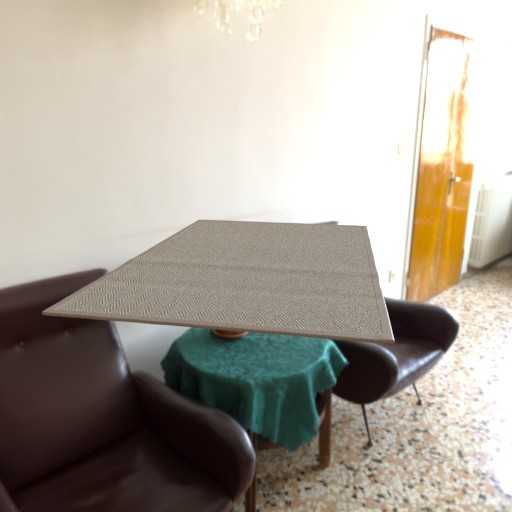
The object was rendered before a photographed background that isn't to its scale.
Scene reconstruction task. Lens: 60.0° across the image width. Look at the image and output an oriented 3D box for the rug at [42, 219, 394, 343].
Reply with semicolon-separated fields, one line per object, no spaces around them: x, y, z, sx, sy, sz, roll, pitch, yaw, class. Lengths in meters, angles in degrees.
0.000;0.000;2.941;1.540;0.021;2.290;3;16;11;rug
